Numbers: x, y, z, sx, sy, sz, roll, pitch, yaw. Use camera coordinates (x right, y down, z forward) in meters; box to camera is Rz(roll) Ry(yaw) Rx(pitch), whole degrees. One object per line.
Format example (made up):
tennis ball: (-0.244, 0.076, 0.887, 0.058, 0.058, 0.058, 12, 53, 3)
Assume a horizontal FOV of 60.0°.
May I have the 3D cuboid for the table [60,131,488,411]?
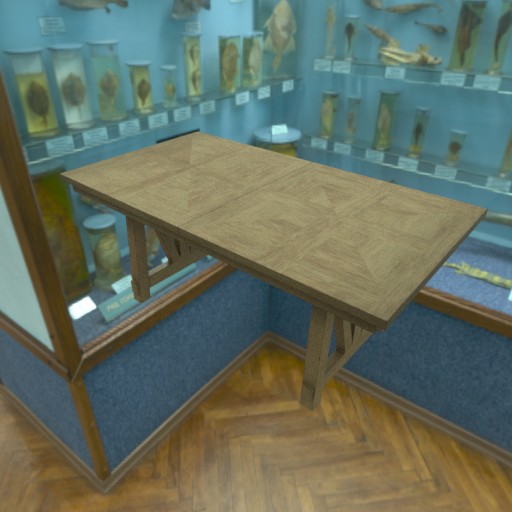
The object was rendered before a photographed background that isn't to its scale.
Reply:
table: (0.000, 0.000, 2.384, 1.881, 0.768, 1.016, 24, 39, 33)
